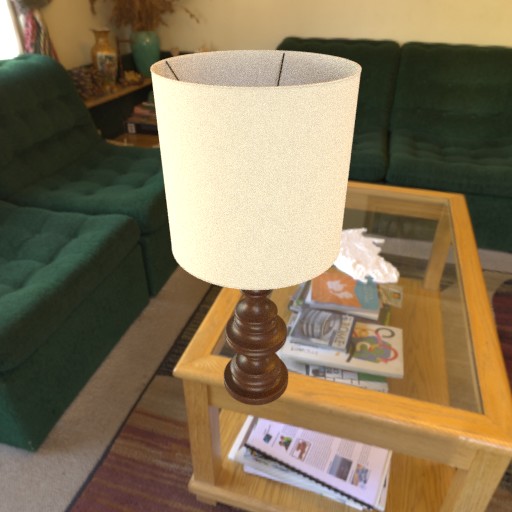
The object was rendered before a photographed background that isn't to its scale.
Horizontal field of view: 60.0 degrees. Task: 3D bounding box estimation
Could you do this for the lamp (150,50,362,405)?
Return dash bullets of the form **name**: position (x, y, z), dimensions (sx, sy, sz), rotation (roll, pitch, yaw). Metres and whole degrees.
- **lamp**: position (0.000, 0.000, 0.568), dimensions (0.208, 0.455, 0.208), rotation (-1, 32, -1)
